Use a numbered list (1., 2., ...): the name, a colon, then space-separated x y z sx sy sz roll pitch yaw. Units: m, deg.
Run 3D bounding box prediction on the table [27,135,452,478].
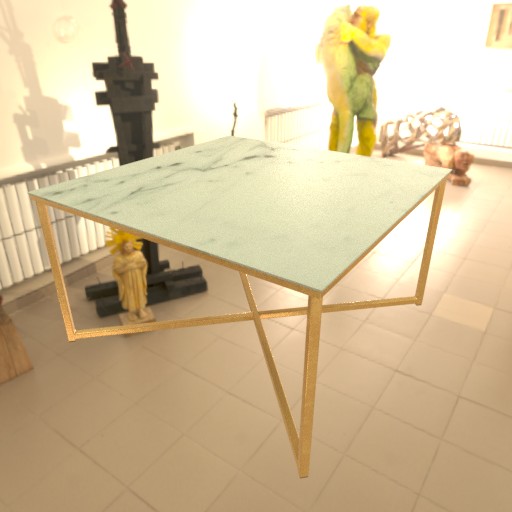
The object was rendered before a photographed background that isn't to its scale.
1. table: 0.000 0.000 1.269 0.800 0.450 0.800 18 32 31
